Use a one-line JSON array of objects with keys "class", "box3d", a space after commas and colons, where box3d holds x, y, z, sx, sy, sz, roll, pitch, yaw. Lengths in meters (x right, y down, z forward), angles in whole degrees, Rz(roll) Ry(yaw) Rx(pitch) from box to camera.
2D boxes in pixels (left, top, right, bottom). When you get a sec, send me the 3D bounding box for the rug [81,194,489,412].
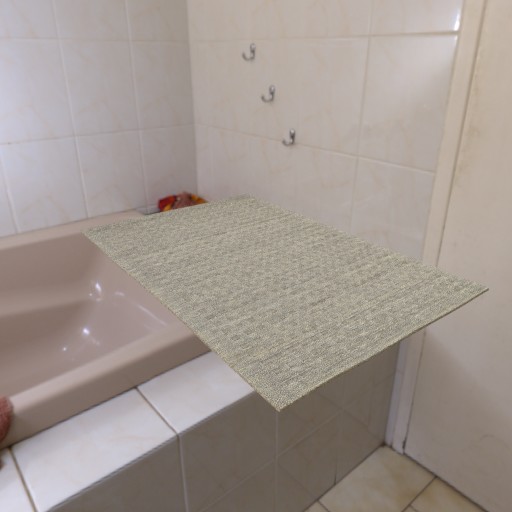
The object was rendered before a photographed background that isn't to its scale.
[{"class": "rug", "box3d": [0.000, 0.000, 2.880, 1.532, 0.018, 2.297, -18, 30, -34]}]
